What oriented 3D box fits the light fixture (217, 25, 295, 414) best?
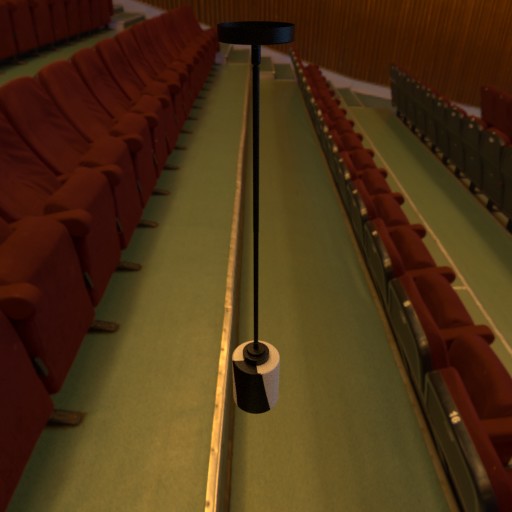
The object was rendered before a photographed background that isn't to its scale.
[{"bbox_3d":[0.000,0.000,0.929,0.123,0.863,0.123,0,32,0],"label":"light fixture"}]
